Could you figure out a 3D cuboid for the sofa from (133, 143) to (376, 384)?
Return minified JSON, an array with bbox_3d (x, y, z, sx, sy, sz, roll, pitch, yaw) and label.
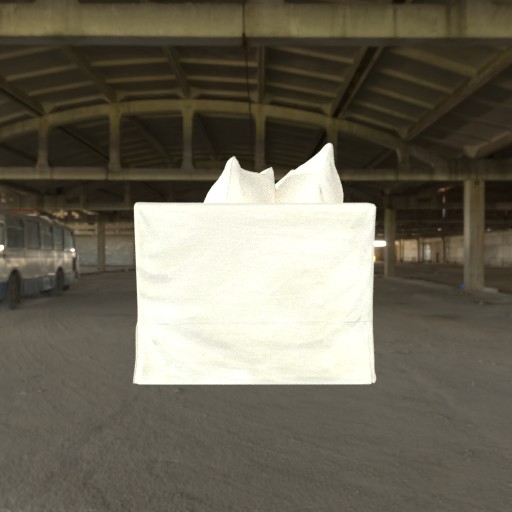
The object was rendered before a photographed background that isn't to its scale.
[{"bbox_3d":[0.000,0.000,3.008,1.030,1.042,2.484,0,0,0],"label":"sofa"}]
